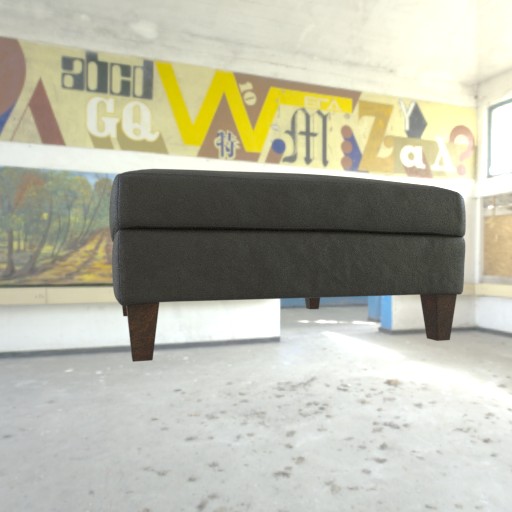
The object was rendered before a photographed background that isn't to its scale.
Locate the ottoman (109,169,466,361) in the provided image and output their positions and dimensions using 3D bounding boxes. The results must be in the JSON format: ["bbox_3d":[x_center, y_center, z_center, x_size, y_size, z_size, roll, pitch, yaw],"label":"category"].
[{"bbox_3d":[0.000,0.000,1.330,0.836,0.415,0.844,0,-1,-18],"label":"ottoman"}]
